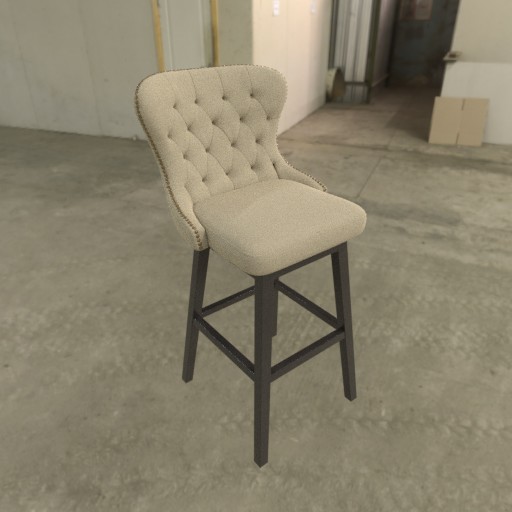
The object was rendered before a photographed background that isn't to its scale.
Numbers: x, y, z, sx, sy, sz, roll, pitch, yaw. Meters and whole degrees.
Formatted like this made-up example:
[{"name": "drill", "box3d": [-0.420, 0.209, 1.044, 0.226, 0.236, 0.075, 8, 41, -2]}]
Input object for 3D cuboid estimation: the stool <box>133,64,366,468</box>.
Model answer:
[{"name": "stool", "box3d": [0.000, 0.000, 1.417, 0.528, 1.066, 0.605, -22, 36, -33]}]
